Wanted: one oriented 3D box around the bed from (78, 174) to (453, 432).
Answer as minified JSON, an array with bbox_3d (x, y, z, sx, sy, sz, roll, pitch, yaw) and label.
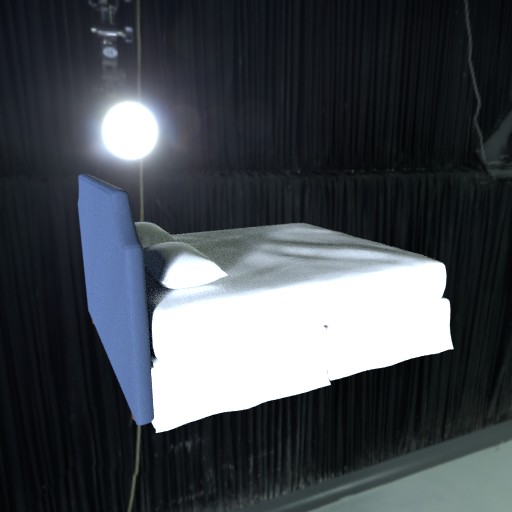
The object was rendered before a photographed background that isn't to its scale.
[{"bbox_3d":[0.000,0.000,4.101,2.773,1.488,2.350,-7,16,-27],"label":"bed"}]
